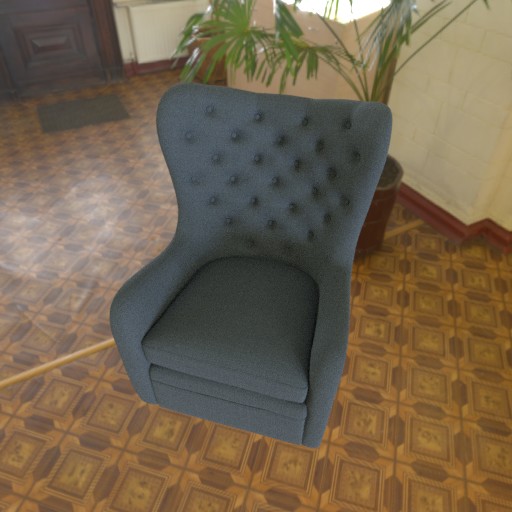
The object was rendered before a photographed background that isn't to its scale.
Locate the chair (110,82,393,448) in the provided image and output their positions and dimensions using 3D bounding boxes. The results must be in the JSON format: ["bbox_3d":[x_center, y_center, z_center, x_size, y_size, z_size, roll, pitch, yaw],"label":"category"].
[{"bbox_3d":[0.000,0.000,1.742,0.831,1.079,0.930,10,42,12],"label":"chair"}]
